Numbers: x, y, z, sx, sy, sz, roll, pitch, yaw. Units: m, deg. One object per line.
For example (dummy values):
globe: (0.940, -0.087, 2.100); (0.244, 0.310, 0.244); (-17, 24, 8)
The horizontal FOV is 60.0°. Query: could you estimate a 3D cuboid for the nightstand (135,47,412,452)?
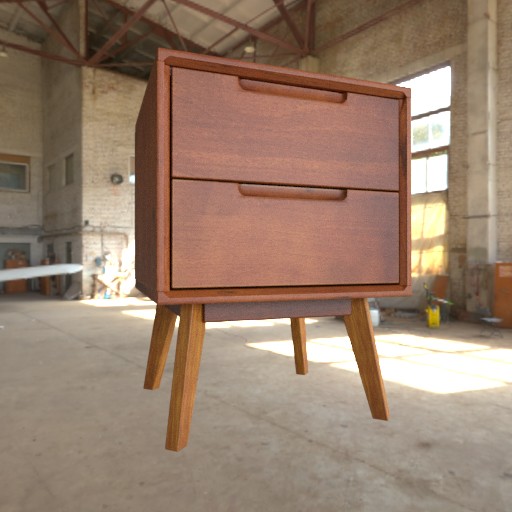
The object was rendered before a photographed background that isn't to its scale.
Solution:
nightstand: (0.000, 0.000, 0.928); (0.460, 0.618, 0.411); (0, 0, -20)
